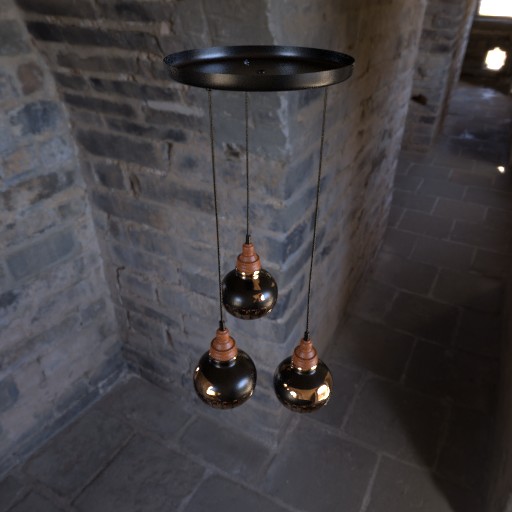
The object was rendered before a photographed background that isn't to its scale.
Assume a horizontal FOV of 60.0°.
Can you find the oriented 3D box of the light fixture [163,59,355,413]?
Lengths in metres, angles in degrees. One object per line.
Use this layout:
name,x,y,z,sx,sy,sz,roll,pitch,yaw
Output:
light fixture,0.000,0.000,1.701,0.608,1.410,0.605,-10,34,-15
